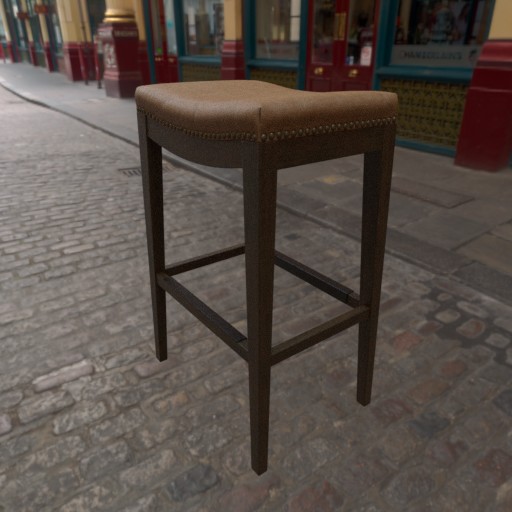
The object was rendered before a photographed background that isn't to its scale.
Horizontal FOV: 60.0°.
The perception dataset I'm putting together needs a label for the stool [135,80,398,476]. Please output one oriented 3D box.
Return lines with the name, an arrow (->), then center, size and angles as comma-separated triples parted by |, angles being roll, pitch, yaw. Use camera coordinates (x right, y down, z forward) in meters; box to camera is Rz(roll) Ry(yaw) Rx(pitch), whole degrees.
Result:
stool -> 0.000, 0.000, 1.063 | 0.361, 0.759, 0.500 | -18, 30, -33
